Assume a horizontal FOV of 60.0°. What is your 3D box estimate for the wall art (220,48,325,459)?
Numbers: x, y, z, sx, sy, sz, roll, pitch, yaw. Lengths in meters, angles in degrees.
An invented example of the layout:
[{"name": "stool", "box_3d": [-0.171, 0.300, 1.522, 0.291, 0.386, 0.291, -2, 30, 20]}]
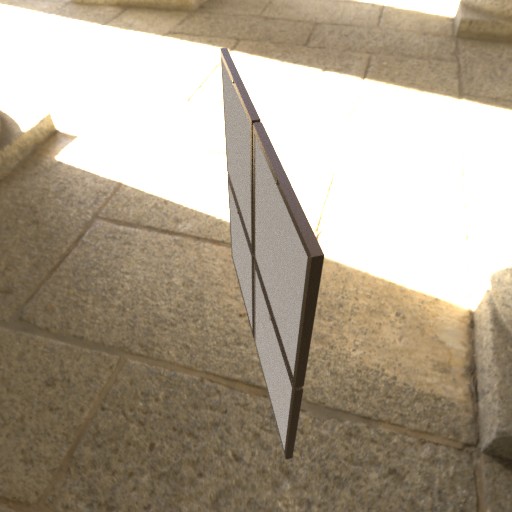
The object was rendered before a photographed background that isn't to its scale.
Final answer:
[{"name": "wall art", "box_3d": [0.000, 0.000, 1.553, 0.030, 1.032, 1.032, -9, 47, -9]}]
